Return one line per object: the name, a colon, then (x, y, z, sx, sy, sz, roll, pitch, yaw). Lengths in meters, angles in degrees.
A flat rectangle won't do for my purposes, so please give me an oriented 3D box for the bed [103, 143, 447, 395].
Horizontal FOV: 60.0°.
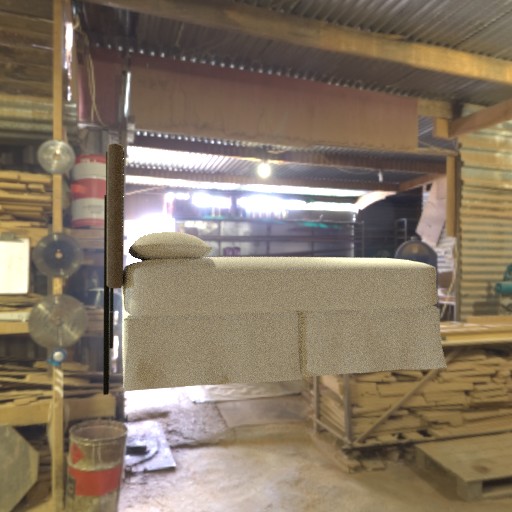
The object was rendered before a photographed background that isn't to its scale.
bed: (0.000, 0.000, 3.394, 2.153, 1.518, 1.713, 0, -1, -17)
